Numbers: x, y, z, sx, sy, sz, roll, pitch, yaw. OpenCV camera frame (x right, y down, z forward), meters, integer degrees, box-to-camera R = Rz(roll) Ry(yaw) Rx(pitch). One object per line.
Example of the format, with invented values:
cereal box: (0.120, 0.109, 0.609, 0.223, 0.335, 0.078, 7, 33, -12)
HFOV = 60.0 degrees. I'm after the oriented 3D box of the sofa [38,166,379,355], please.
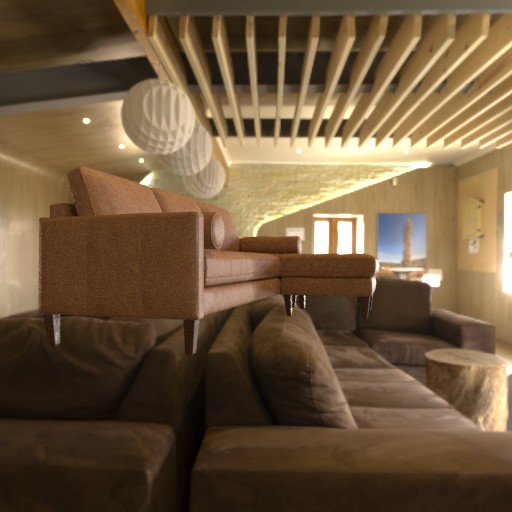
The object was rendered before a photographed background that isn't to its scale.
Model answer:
sofa: (0.000, 0.000, 2.905, 1.506, 0.876, 2.178, 0, -1, 17)
